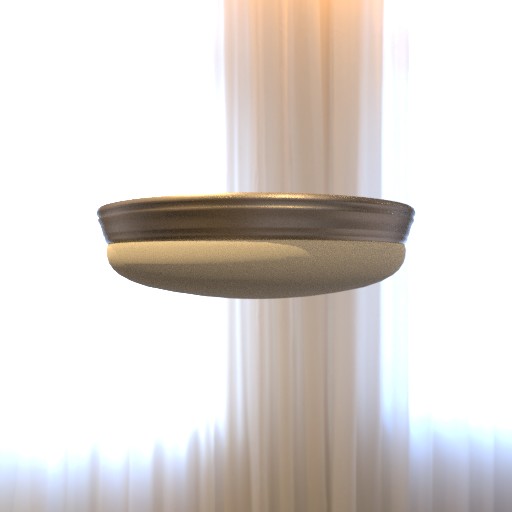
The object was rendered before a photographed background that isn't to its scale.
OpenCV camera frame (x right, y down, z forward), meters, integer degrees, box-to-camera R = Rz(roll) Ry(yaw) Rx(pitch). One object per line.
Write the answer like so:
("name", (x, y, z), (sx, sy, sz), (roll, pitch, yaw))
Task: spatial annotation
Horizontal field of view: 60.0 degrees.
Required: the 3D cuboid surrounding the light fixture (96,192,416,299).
("light fixture", (0.000, 0.000, 0.541), (0.368, 0.100, 0.368), (0, 0, 0))
